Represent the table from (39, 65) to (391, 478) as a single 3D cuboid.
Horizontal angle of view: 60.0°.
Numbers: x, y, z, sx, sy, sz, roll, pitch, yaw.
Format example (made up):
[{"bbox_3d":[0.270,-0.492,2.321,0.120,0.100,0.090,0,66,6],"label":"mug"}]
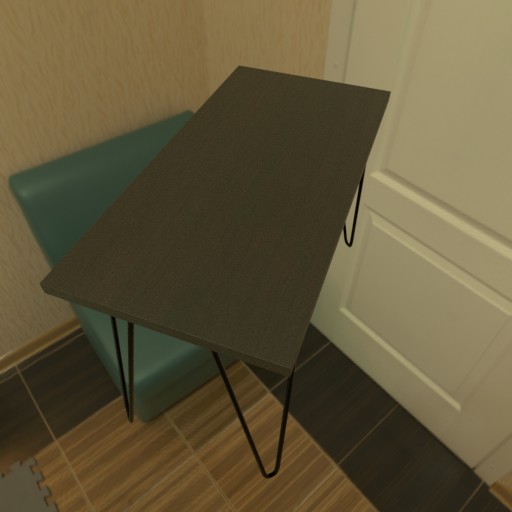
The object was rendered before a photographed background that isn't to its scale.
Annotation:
[{"bbox_3d":[0.000,0.000,1.333,0.499,0.660,0.991,16,49,14],"label":"table"}]
